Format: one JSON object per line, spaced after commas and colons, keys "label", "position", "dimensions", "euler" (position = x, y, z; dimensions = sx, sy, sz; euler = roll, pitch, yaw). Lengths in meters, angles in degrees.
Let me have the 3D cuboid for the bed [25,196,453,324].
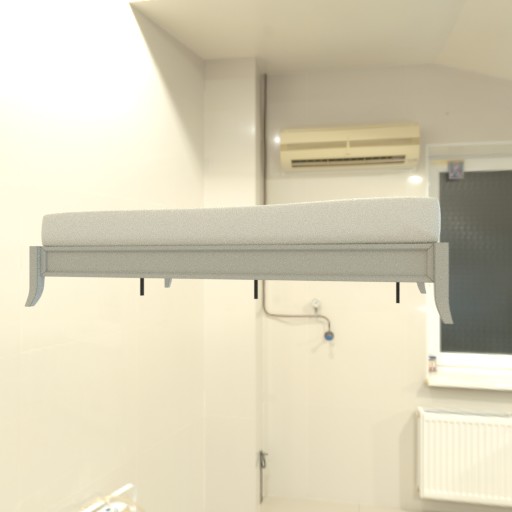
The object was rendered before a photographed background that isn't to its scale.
{"label": "bed", "position": [0.000, 0.000, 2.632], "dimensions": [1.985, 0.510, 1.460], "euler": [0, 0, 17]}
